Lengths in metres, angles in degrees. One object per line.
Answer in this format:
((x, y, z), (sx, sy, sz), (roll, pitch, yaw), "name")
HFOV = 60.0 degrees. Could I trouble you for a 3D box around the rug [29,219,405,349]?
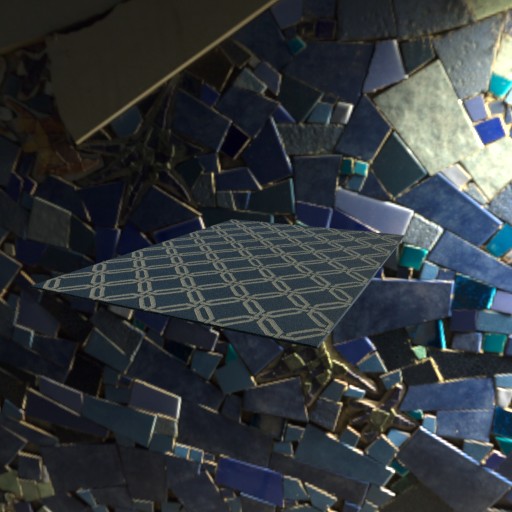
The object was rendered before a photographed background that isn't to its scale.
((0.000, 0.000, 4.489), (2.432, 0.018, 3.342), (7, 17, 25), "rug")
